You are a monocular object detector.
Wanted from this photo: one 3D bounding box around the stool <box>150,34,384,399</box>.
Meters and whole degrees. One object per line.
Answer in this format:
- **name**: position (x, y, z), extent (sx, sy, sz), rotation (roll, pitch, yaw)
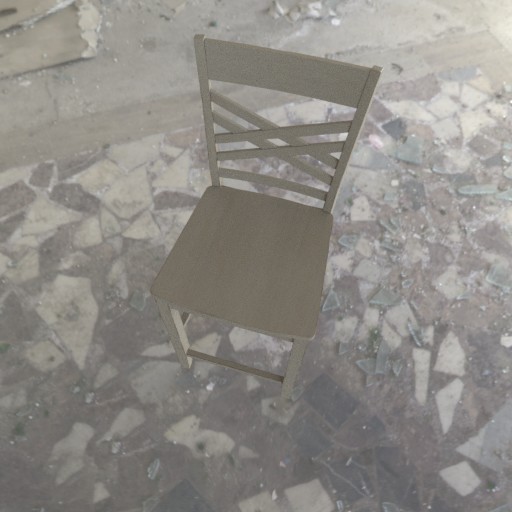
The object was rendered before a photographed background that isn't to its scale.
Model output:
- **stool**: position (0.000, 0.000, 1.381), extent (0.462, 1.079, 0.539), rotation (14, 60, 8)
